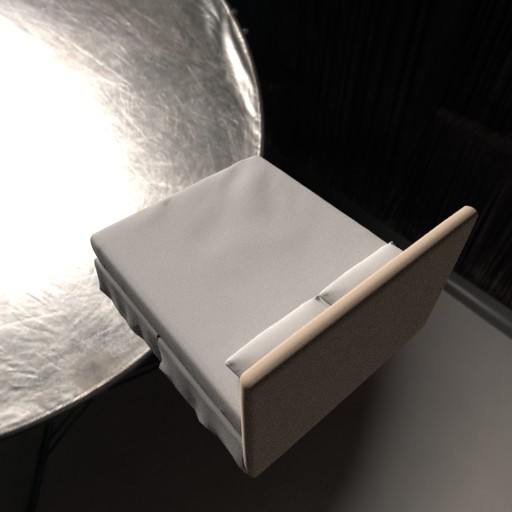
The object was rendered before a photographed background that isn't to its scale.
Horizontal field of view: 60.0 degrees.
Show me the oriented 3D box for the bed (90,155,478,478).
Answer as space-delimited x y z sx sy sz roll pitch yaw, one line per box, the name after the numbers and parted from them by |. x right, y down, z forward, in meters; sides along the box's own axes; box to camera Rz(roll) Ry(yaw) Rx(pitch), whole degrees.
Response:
0.000 0.000 3.319 1.884 1.330 2.142 -32 55 -26 | bed
